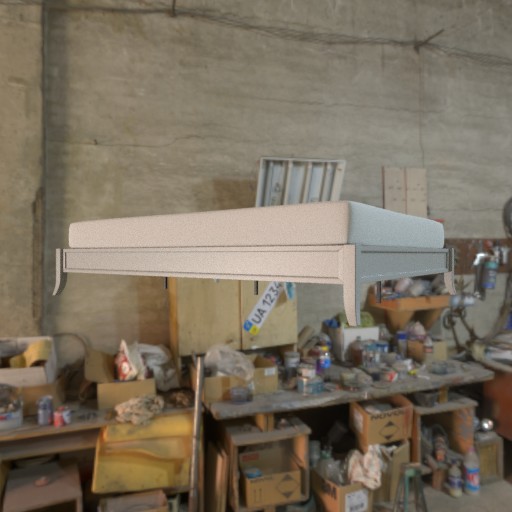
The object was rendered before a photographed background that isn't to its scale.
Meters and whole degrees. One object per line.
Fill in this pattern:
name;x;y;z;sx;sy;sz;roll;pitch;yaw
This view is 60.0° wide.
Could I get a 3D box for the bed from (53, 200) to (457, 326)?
bed;0.000;0.000;2.902;2.108;0.510;1.604;0;0;36
